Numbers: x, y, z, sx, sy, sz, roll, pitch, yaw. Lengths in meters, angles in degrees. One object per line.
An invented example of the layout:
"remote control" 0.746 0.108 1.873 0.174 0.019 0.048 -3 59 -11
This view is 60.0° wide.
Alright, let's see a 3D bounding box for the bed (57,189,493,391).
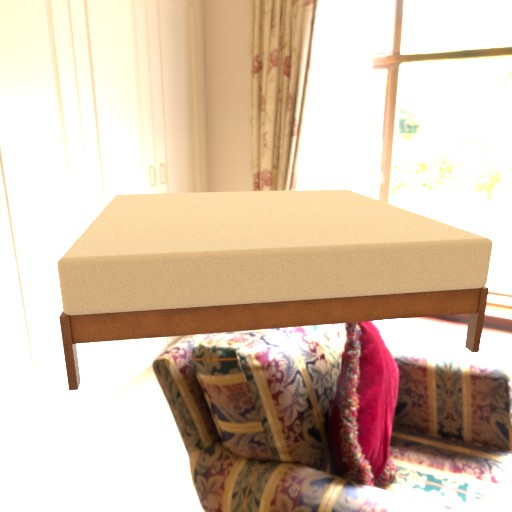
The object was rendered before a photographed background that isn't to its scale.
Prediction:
"bed" 0.000 0.000 2.989 2.049 0.616 1.930 -3 16 -10
